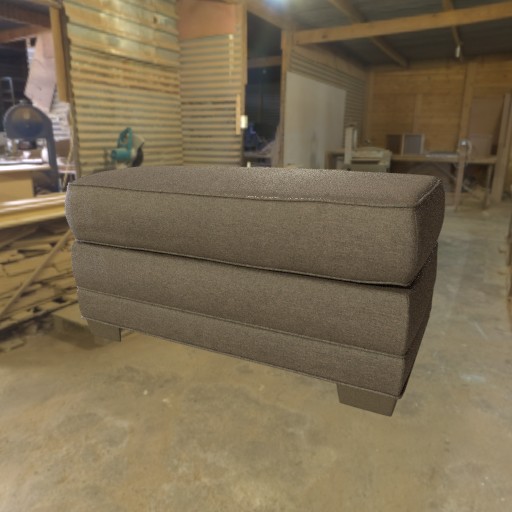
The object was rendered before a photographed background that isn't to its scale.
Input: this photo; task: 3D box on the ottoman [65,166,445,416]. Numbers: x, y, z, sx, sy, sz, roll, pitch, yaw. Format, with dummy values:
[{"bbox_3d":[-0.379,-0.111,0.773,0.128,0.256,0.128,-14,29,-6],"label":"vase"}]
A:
[{"bbox_3d":[0.000,0.000,1.154,0.864,0.448,0.490,8,18,26],"label":"ottoman"}]
